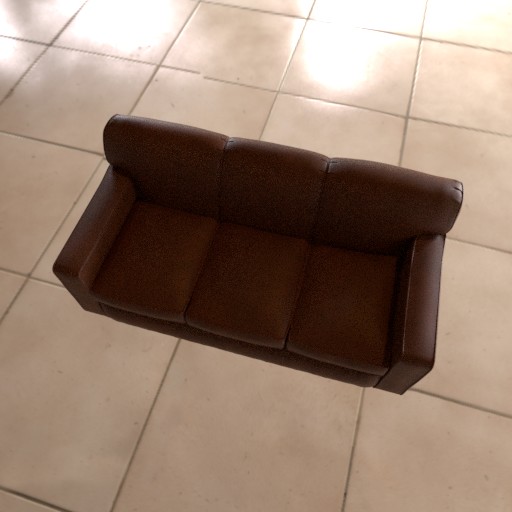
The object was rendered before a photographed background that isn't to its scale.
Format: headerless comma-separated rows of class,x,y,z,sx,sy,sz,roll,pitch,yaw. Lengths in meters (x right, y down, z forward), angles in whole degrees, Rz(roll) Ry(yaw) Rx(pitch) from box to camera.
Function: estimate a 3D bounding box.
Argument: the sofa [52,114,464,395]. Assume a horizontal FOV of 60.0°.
sofa,0.000,0.000,2.581,2.039,0.953,1.008,13,60,8
